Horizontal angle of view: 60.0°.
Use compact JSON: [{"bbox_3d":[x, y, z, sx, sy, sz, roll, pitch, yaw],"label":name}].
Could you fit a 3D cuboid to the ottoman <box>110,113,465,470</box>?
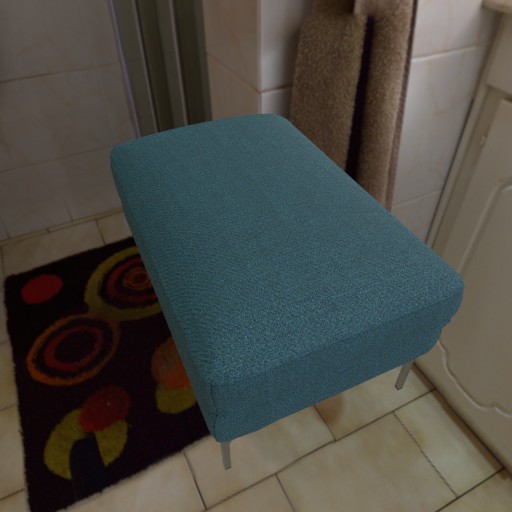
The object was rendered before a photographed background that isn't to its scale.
[{"bbox_3d":[0.000,0.000,1.180,0.563,0.498,0.856,-17,46,-18],"label":"ottoman"}]
